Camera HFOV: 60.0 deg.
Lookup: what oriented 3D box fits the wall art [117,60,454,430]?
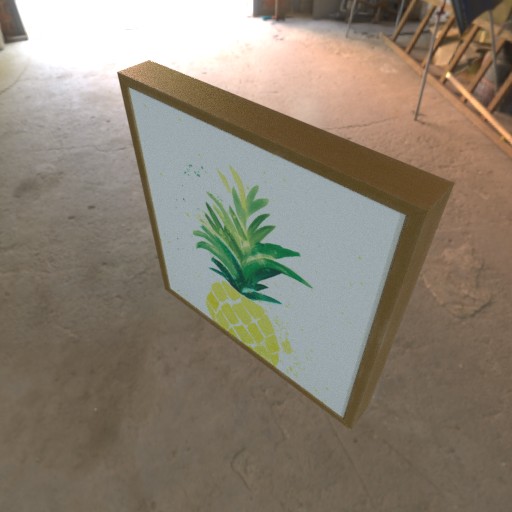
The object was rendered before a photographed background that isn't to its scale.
[{"bbox_3d":[0.000,0.000,0.453,0.306,0.305,0.038,32,53,28],"label":"wall art"}]
